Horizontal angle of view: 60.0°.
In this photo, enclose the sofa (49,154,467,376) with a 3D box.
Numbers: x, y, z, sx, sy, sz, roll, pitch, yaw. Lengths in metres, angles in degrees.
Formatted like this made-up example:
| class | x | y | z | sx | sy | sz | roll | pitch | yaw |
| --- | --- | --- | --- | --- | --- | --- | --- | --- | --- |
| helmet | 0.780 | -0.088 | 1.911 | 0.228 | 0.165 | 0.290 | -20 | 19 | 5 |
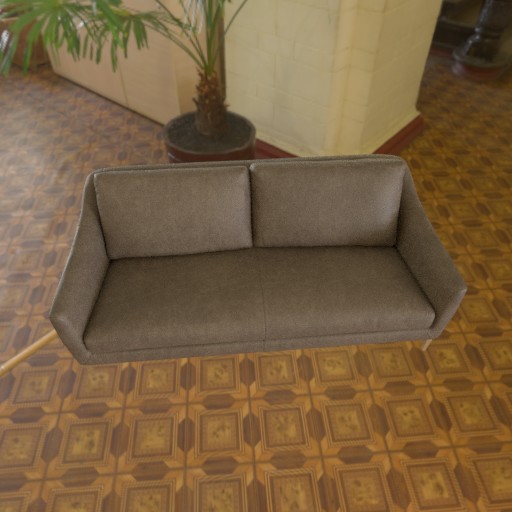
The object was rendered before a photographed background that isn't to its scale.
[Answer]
| class | x | y | z | sx | sy | sz | roll | pitch | yaw |
| --- | --- | --- | --- | --- | --- | --- | --- | --- | --- |
| sofa | 0.000 | 0.000 | 2.546 | 2.036 | 0.902 | 0.960 | -4 | 45 | -4 |
